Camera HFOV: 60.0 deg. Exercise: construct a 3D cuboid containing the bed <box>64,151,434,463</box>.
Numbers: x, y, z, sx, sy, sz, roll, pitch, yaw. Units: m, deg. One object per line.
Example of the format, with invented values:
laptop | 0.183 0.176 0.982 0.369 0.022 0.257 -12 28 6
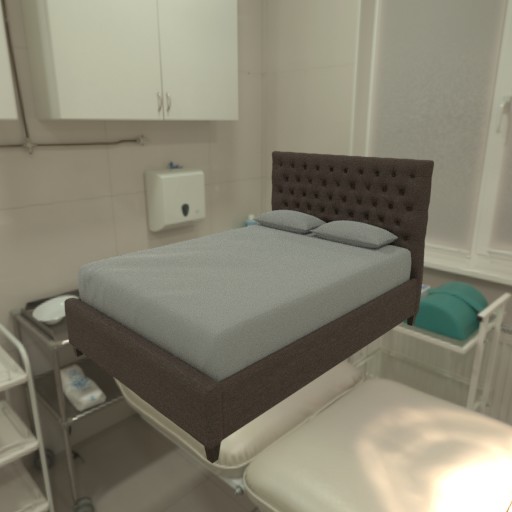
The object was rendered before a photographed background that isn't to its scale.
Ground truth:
bed | 0.000 0.000 3.453 1.698 1.427 2.387 16 23 42
